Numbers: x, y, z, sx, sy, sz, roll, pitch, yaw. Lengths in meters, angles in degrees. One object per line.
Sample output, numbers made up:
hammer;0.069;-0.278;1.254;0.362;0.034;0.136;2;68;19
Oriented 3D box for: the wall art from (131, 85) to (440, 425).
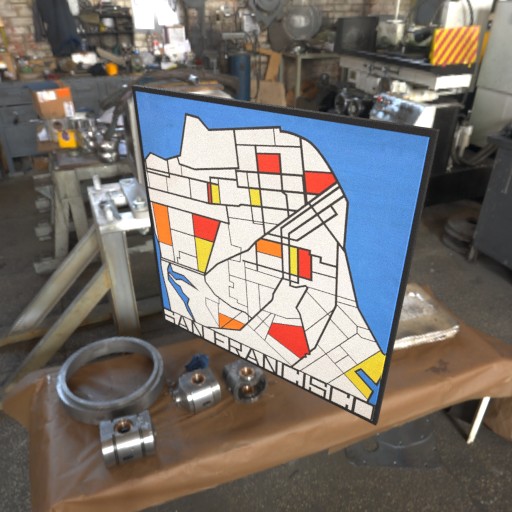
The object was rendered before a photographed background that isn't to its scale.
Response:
wall art;0.000;0.000;0.996;0.664;0.663;0.015;19;36;29
